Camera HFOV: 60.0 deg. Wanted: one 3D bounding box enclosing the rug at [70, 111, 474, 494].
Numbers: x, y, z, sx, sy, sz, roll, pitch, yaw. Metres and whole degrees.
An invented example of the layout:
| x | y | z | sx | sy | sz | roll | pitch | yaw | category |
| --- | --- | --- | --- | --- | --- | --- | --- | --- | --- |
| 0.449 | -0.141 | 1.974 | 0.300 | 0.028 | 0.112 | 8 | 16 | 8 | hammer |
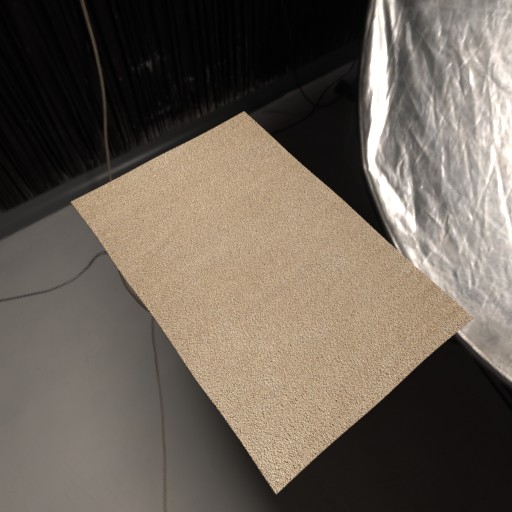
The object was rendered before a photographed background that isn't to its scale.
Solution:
| x | y | z | sx | sy | sz | roll | pitch | yaw | category |
| --- | --- | --- | --- | --- | --- | --- | --- | --- | --- |
| 0.000 | 0.000 | 3.404 | 1.800 | 0.025 | 2.699 | -33 | 64 | -19 | rug |
